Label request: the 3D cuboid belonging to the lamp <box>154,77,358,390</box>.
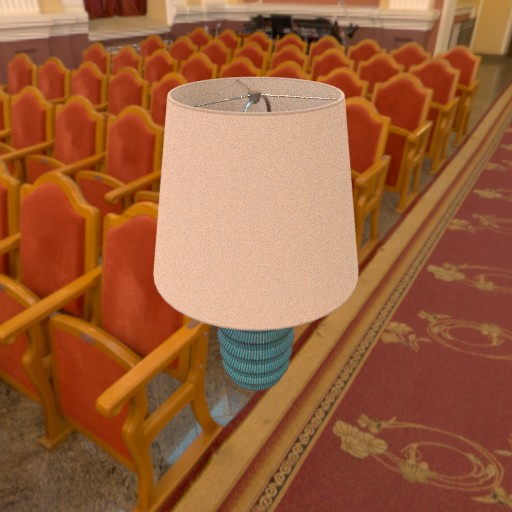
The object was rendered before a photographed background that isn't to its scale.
[{"bbox_3d":[0.000,0.000,0.555,0.254,0.392,0.254,0,31,0],"label":"lamp"}]
